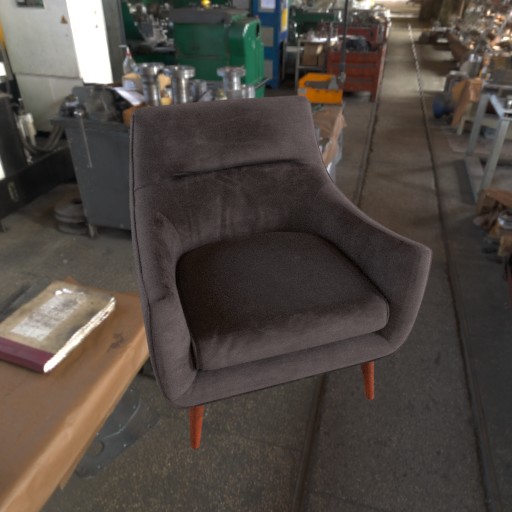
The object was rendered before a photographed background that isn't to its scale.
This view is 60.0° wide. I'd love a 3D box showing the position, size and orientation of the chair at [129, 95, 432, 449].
[{"bbox_3d":[0.000,0.000,1.442,0.762,0.838,0.787,-10,34,-15],"label":"chair"}]
